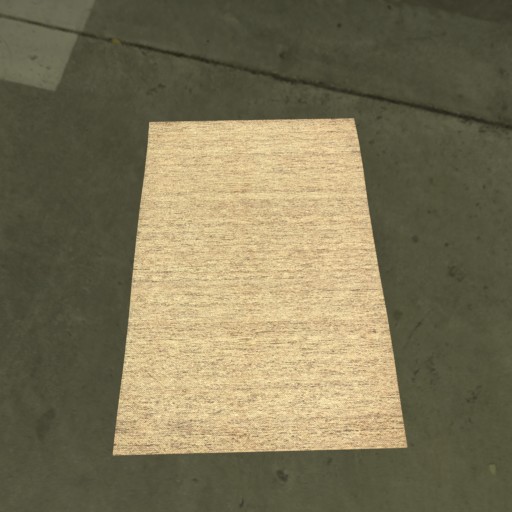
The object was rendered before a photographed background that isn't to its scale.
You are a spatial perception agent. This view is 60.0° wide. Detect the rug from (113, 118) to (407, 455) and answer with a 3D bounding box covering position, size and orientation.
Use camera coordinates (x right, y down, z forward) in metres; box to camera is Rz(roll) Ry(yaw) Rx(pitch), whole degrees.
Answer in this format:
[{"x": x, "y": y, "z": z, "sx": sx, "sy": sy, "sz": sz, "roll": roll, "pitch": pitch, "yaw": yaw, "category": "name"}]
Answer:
[{"x": 0.000, "y": 0.000, "z": 2.825, "sx": 1.547, "sy": 0.013, "sz": 2.283, "roll": -1, "pitch": 63, "yaw": -1, "category": "rug"}]
